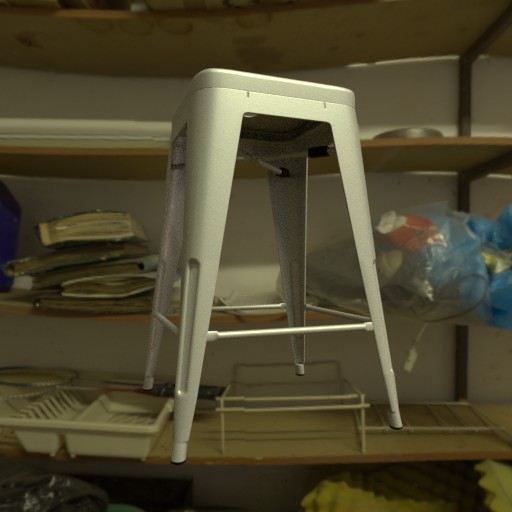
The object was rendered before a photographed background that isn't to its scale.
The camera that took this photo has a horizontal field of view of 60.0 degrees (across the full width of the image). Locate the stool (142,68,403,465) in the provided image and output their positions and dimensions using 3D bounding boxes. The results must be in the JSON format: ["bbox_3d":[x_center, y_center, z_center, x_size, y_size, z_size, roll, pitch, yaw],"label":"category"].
[{"bbox_3d":[0.000,0.000,0.897,0.406,0.610,0.406,0,-1,-20],"label":"stool"}]
